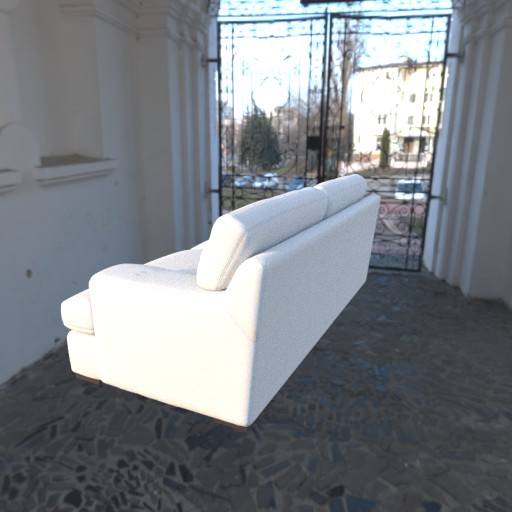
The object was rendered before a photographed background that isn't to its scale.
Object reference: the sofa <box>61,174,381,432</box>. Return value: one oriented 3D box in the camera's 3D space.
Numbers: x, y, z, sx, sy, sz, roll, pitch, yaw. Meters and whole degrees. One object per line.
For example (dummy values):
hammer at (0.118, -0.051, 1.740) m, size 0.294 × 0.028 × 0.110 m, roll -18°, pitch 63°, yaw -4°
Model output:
sofa at (0.000, 0.000, 2.868) m, size 1.143 × 0.940 × 2.261 m, roll 7°, pitch 17°, yaw 25°
